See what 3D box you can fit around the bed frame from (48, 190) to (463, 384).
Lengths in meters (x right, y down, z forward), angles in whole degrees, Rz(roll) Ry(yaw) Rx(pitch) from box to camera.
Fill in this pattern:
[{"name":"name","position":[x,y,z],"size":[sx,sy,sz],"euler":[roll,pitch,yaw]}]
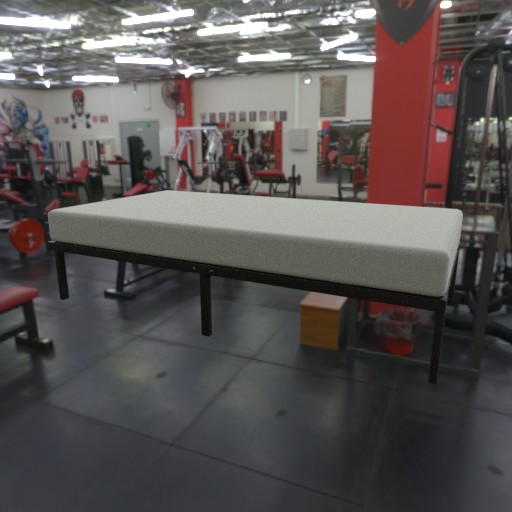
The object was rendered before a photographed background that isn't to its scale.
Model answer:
[{"name":"bed frame","position":[0.000,0.000,3.210],"size":[2.635,0.680,1.393],"euler":[7,17,26]}]
